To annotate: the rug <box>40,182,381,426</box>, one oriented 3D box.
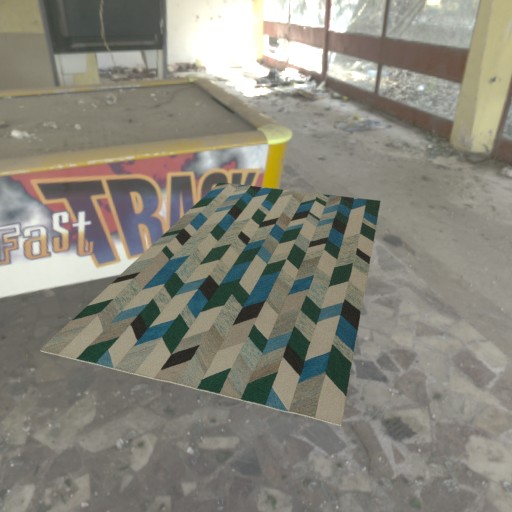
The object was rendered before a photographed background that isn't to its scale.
[{"bbox_3d":[0.000,0.000,3.023,1.507,0.007,2.433,9,32,15],"label":"rug"}]
